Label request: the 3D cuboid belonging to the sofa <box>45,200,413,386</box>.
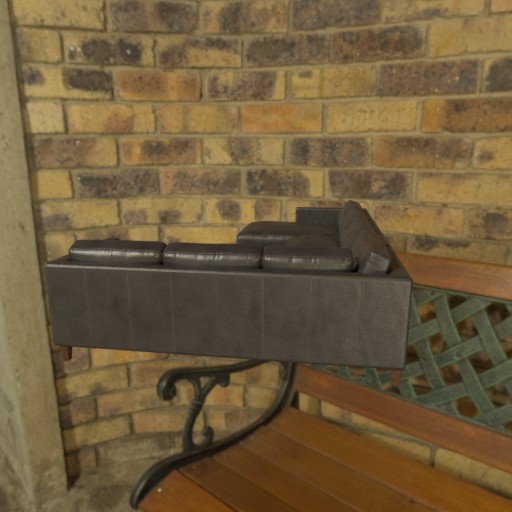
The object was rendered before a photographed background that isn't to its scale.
[{"bbox_3d":[0.000,0.000,4.525,2.452,0.891,3.324,2,14,9],"label":"sofa"}]
